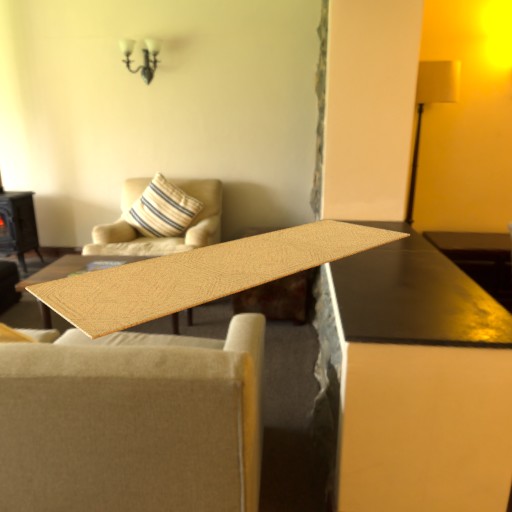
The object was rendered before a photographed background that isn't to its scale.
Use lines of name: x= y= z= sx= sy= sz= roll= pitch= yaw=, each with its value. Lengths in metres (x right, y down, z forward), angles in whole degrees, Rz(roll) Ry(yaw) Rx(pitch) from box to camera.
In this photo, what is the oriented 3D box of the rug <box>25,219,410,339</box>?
rug: x=0.000 y=0.000 z=2.754 sx=2.452 sy=0.012 sz=0.775 roll=-15 pitch=22 yaw=-42
